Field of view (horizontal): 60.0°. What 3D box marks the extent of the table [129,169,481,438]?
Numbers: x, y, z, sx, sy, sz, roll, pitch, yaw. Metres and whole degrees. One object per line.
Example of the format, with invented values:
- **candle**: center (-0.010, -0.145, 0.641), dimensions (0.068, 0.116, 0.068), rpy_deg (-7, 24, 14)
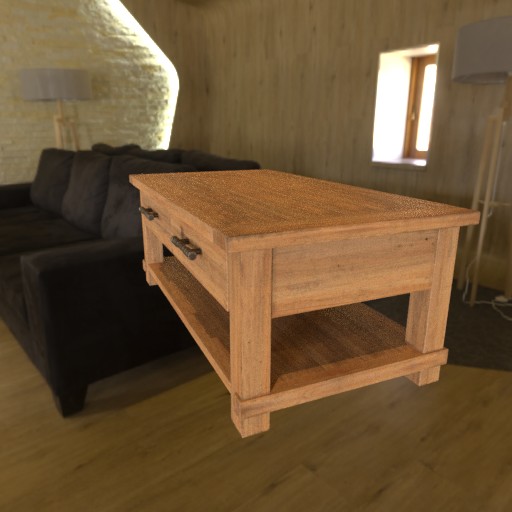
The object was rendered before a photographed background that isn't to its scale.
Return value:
- **table**: center (0.000, 0.000, 1.611), dimensions (0.693, 0.494, 1.270), rpy_deg (-7, 18, -23)
